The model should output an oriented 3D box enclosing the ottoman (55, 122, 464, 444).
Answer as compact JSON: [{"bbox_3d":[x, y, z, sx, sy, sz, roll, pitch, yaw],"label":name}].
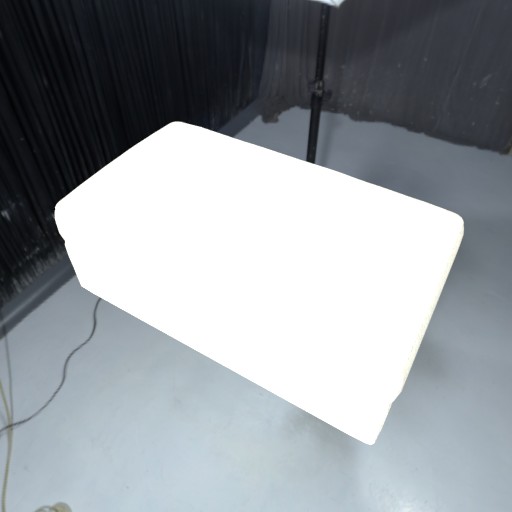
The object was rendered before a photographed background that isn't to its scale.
[{"bbox_3d":[0.000,0.000,1.431,1.097,0.448,0.617,23,51,21],"label":"ottoman"}]
